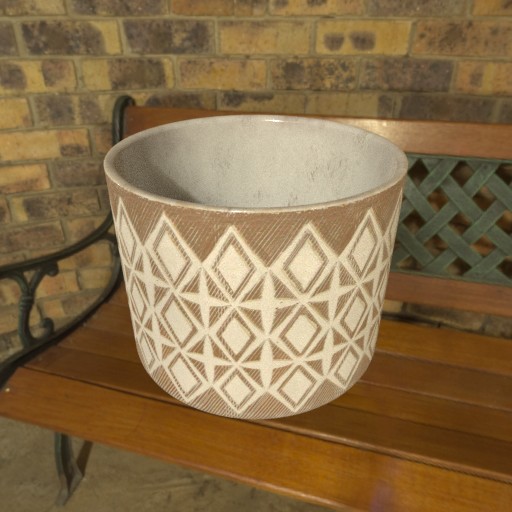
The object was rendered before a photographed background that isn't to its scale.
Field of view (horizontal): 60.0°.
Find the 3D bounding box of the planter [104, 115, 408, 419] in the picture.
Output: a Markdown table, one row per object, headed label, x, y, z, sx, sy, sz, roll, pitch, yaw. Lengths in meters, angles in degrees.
| label | x | y | z | sx | sy | sz | roll | pitch | yaw |
| --- | --- | --- | --- | --- | --- | --- | --- | --- | --- |
| planter | 0.000 | 0.000 | 0.334 | 0.193 | 0.165 | 0.193 | 0 | 31 | 0 |
